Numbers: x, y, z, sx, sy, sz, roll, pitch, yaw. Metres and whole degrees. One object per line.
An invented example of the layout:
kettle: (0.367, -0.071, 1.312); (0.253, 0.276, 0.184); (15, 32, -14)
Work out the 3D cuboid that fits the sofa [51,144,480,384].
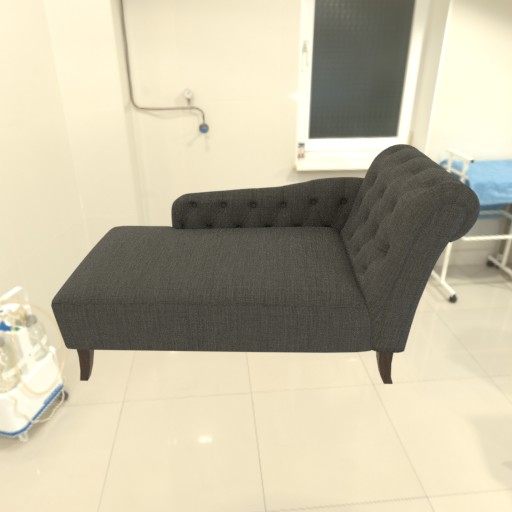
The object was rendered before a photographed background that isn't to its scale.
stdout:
sofa: (0.000, 0.000, 1.761); (1.379, 0.787, 0.675); (1, 26, 1)
